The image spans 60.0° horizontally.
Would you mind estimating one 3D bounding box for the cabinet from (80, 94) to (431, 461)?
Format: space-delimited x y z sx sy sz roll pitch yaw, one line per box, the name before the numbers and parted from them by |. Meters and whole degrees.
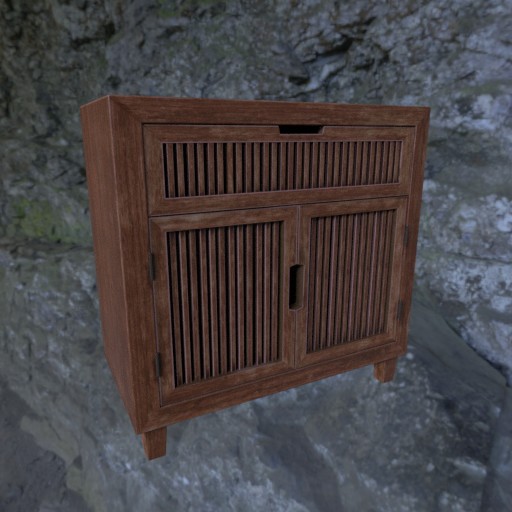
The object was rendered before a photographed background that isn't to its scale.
cabinet | 0.000 0.000 1.228 0.796 0.785 0.412 -8 17 -27
